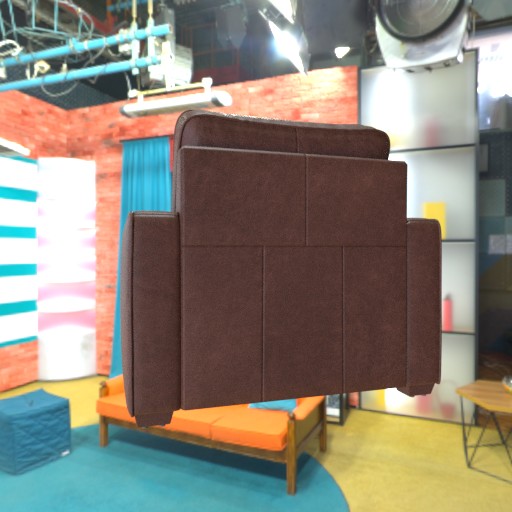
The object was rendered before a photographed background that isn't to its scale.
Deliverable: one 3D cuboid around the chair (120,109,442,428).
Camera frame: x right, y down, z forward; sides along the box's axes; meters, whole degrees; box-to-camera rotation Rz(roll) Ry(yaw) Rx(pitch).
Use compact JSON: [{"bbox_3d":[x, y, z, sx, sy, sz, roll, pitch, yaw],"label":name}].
[{"bbox_3d":[0.000,0.000,1.738,1.017,0.919,0.940,0,1,-17],"label":"chair"}]
